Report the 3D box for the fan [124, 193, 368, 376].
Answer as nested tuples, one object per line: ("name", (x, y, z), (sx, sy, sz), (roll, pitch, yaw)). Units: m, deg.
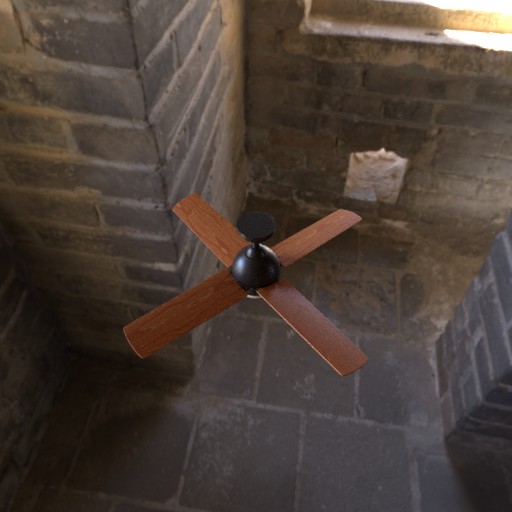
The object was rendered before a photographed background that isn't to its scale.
("fan", (0.000, 0.000, 2.057), (1.332, 0.403, 1.332), (-30, 54, -25))
